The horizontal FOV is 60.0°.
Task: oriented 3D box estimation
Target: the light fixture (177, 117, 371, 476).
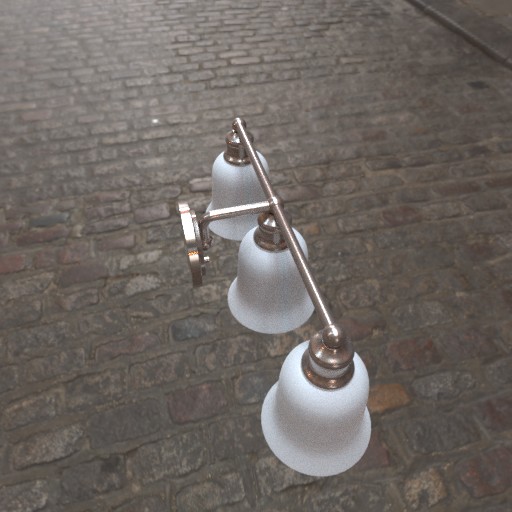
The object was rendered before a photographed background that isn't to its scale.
[{"bbox_3d":[0.000,0.000,0.651,0.198,0.211,0.570,-11,47,-10],"label":"light fixture"}]
